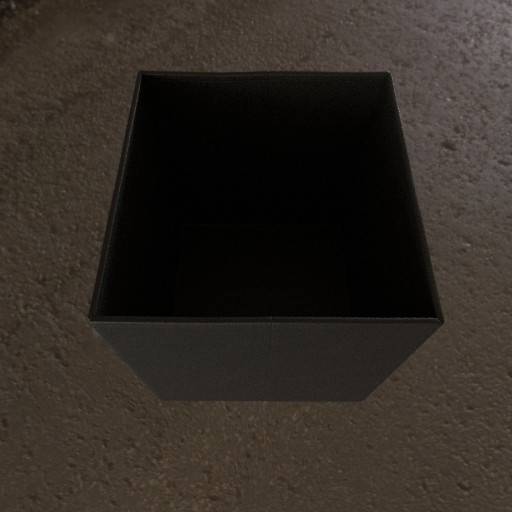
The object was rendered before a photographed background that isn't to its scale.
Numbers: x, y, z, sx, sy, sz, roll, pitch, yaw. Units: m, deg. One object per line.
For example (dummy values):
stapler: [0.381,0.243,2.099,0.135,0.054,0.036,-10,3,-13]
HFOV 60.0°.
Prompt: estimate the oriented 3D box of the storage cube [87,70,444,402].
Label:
storage cube: [0.000,0.000,0.496,0.270,0.280,0.270,0,61,0]
